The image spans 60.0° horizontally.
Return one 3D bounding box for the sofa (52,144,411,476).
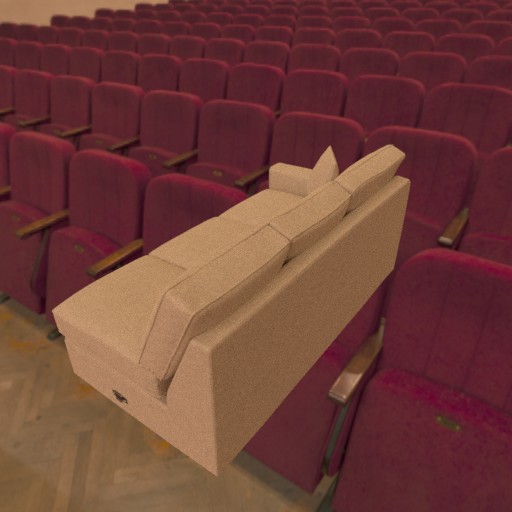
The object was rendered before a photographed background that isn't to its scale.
[{"bbox_3d":[0.000,0.000,2.513,1.034,0.946,1.962,21,37,30],"label":"sofa"}]
